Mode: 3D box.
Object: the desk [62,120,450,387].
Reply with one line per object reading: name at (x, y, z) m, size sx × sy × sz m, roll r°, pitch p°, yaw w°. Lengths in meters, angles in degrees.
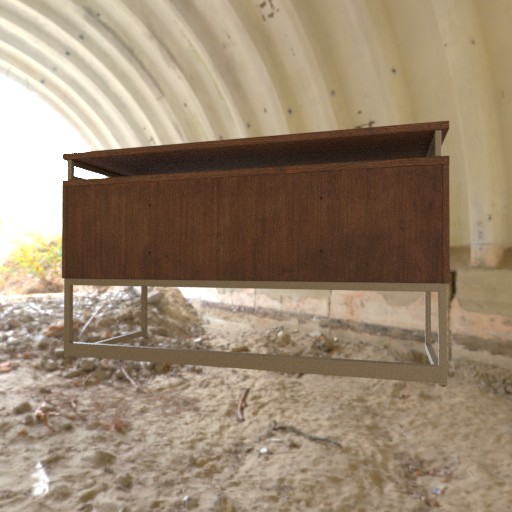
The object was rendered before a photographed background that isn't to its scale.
desk at (0.000, 0.000, 1.803) m, size 1.384 × 0.792 × 0.610 m, roll 0°, pitch -1°, yaw 17°
